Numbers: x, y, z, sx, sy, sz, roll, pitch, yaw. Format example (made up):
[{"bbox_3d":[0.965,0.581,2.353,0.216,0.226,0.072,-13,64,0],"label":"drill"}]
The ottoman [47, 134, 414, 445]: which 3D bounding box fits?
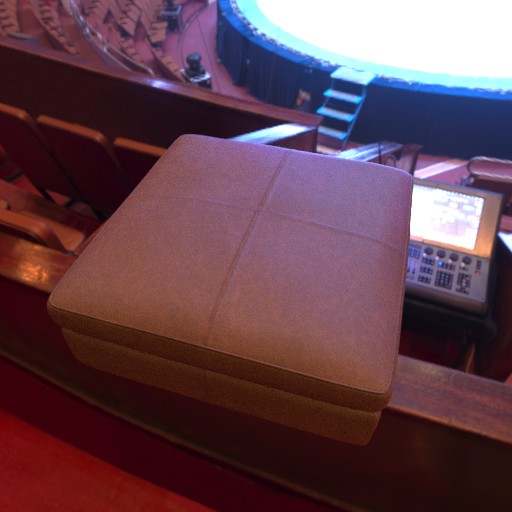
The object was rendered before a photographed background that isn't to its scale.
[{"bbox_3d":[0.000,0.000,1.835,1.168,0.490,1.168,12,47,12],"label":"ottoman"}]
